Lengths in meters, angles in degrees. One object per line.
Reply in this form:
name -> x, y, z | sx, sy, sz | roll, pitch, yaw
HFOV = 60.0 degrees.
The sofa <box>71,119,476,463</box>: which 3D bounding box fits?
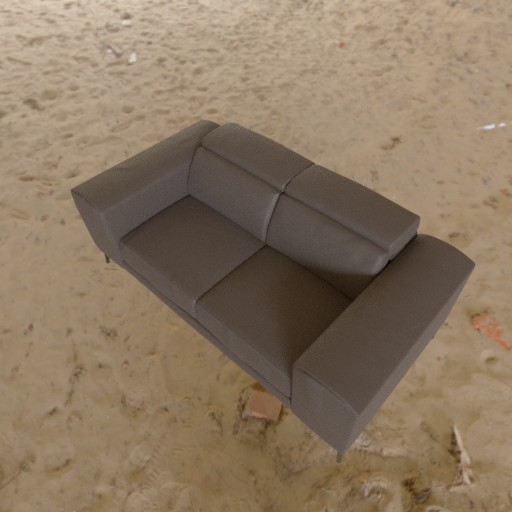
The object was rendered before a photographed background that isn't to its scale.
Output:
sofa -> 0.000, 0.000, 2.398 | 1.895, 0.779, 1.003 | 34, 56, 27
